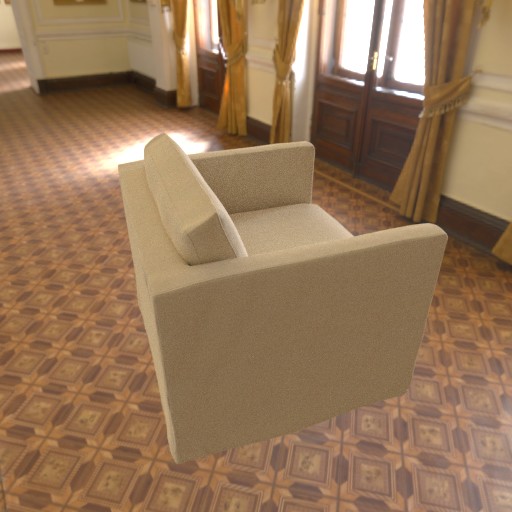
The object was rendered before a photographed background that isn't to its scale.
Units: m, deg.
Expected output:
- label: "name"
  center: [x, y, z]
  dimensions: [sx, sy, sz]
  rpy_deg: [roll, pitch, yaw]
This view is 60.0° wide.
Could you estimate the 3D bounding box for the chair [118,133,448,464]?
- label: "chair"
  center: [0.000, 0.000, 1.790]
  dimensions: [0.947, 0.851, 1.057]
  rpy_deg: [-11, 33, -17]
